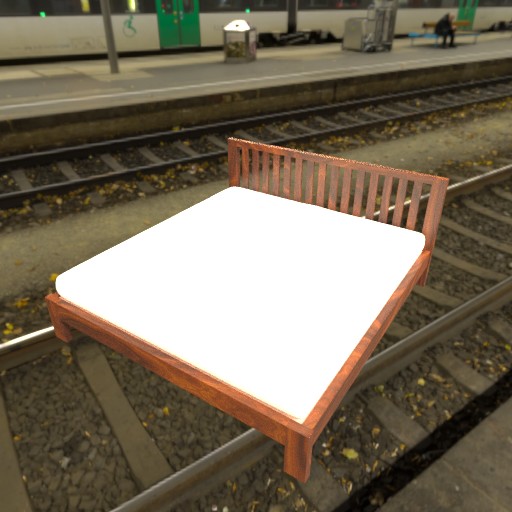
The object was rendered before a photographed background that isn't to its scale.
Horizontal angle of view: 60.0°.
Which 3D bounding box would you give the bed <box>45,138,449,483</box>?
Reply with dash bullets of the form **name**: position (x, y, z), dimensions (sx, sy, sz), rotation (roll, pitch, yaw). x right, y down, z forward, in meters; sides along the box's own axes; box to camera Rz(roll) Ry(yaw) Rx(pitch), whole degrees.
- **bed**: position (0.000, 0.000, 3.055), dimensions (1.905, 0.890, 2.030), rotation (18, 35, 29)
